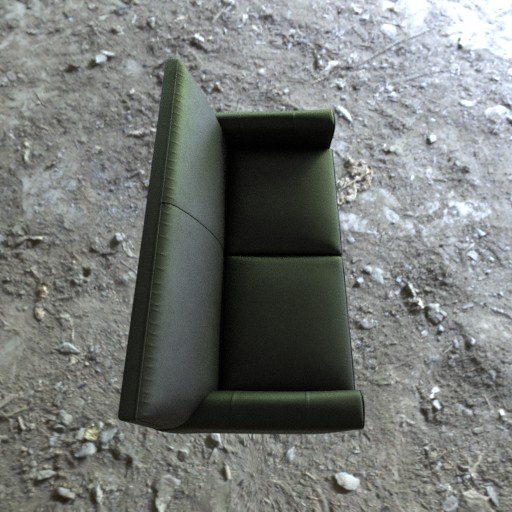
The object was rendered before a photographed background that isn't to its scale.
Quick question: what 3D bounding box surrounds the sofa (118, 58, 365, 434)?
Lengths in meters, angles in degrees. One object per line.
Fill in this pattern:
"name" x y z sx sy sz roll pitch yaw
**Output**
"sofa" 0.000 0.000 1.964 0.787 0.871 1.473 0 63 0
